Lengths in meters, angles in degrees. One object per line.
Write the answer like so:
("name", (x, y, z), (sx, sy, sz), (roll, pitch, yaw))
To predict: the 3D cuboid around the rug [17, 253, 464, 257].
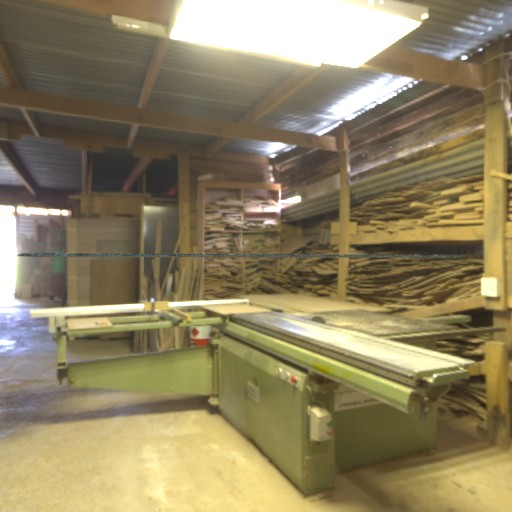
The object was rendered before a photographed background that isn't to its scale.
("rug", (0.000, 0.000, 2.501), (2.292, 0.014, 0.685), (0, 0, -19))
